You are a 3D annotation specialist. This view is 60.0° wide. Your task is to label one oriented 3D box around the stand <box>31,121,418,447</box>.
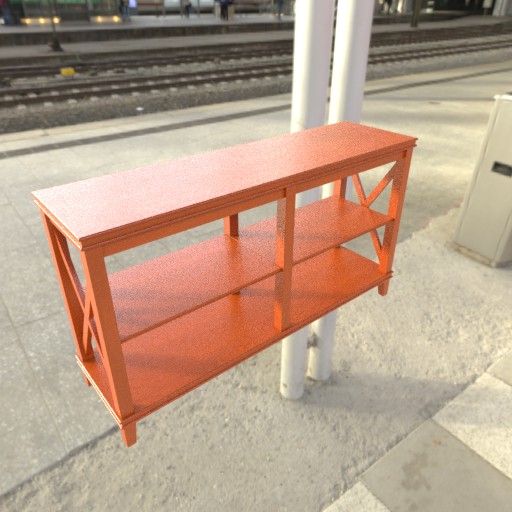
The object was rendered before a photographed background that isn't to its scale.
[{"bbox_3d":[0.000,0.000,1.720,1.372,0.762,0.381,-22,37,-33],"label":"stand"}]
